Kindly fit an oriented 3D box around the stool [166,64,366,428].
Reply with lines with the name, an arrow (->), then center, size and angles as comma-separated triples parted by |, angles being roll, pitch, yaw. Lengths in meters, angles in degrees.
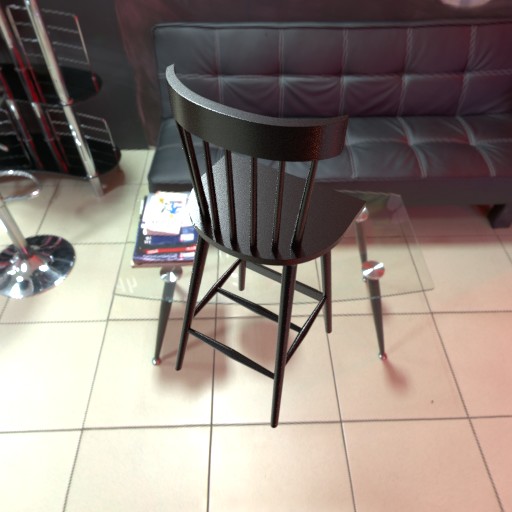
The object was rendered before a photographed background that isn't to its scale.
stool -> 0.000, 0.000, 1.363 | 0.482, 1.092, 0.483 | 24, 52, 20
